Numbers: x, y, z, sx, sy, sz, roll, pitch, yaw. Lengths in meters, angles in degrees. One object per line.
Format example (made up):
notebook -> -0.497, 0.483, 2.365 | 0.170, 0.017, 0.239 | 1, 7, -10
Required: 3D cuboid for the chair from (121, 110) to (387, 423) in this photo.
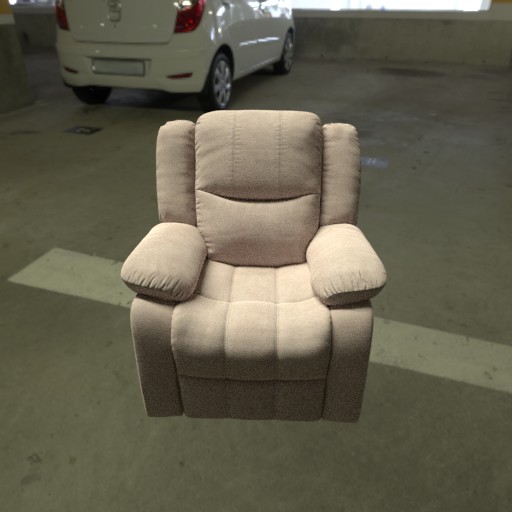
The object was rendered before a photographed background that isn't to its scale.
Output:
chair -> 0.000, 0.000, 1.794 | 0.899, 1.008, 0.944 | 1, 31, 2
